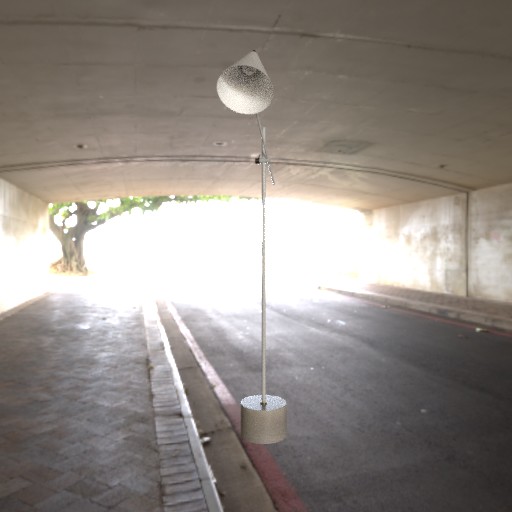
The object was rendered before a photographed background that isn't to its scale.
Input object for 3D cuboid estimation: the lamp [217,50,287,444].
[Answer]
[{"bbox_3d":[0.000,0.000,1.609,0.223,1.430,0.508,0,1,17],"label":"lamp"}]
